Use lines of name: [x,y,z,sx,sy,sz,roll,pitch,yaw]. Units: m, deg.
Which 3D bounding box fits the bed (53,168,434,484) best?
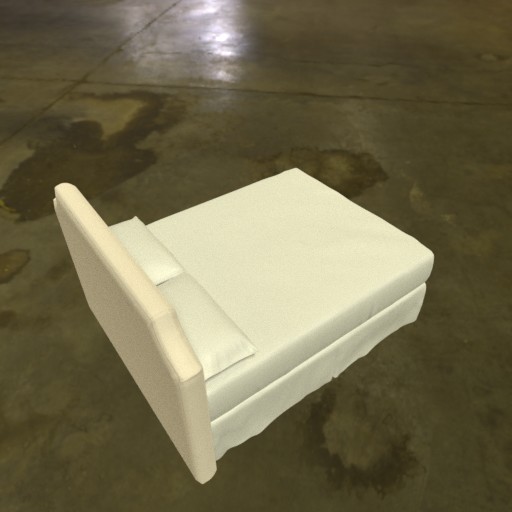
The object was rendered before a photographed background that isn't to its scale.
bed: [0.000,0.000,3.251,2.164,1.297,1.828,-26,47,-27]
